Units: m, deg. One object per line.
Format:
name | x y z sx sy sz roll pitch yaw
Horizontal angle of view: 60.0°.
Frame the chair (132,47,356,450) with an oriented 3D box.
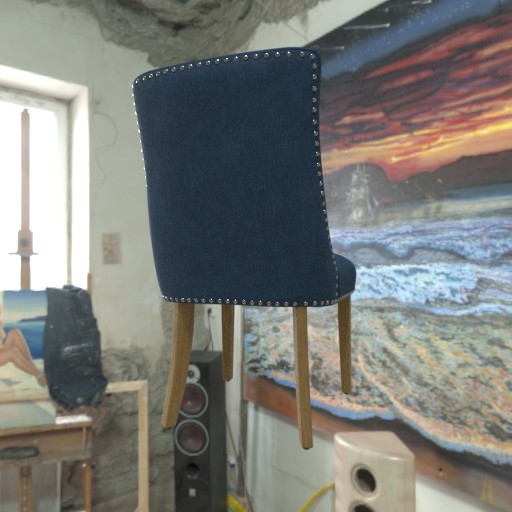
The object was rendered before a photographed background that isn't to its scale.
chair | 0.000 0.000 1.262 0.495 0.902 0.610 0 0 21
